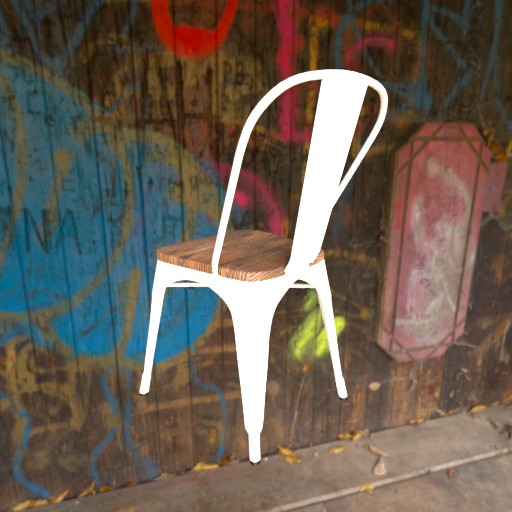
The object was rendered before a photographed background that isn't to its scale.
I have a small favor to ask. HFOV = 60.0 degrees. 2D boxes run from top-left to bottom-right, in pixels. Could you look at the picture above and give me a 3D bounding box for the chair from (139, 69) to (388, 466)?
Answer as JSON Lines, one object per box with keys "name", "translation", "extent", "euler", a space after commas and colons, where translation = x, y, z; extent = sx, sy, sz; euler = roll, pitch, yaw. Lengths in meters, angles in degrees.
{"name": "chair", "translation": [0.000, 0.000, 1.149], "extent": [0.521, 0.851, 0.452], "euler": [15, 22, 43]}
